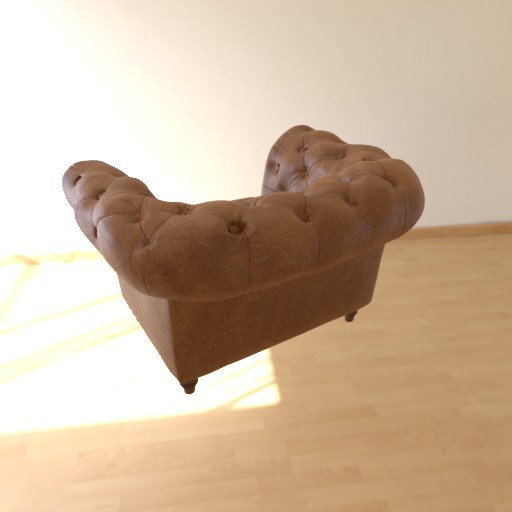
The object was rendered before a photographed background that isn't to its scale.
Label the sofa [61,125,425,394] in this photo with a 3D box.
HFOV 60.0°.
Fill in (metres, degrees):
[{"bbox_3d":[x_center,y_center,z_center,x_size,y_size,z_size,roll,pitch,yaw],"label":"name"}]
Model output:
[{"bbox_3d":[0.000,0.000,1.995,1.405,0.878,1.033,-17,33,-29],"label":"sofa"}]
